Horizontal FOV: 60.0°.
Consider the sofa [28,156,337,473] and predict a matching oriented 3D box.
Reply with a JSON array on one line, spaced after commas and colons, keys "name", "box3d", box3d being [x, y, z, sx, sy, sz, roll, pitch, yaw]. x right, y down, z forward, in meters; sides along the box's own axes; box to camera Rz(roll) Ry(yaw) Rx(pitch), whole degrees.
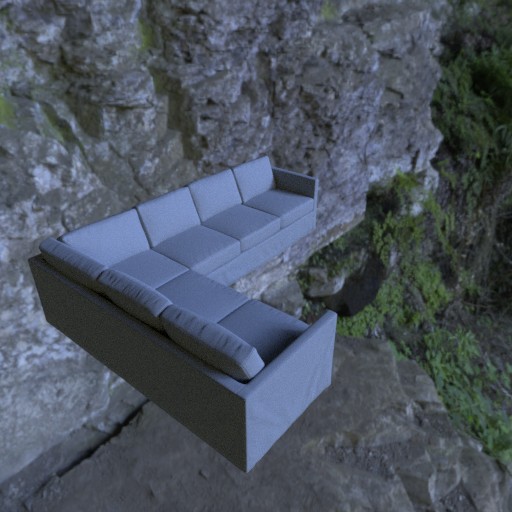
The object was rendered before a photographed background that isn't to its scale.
[{"name": "sofa", "box3d": [0.000, 0.000, 4.264, 2.432, 0.871, 3.182, 22, 37, 33]}]
